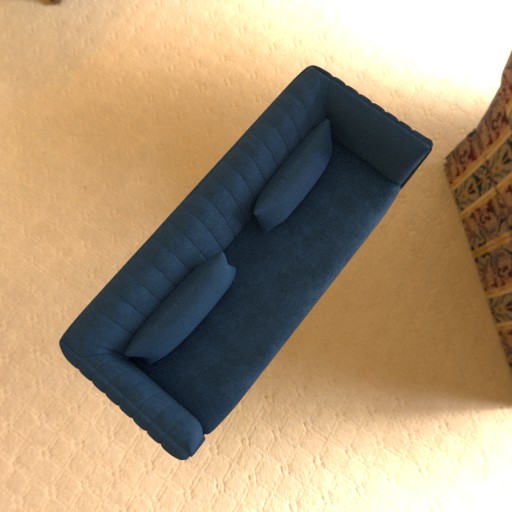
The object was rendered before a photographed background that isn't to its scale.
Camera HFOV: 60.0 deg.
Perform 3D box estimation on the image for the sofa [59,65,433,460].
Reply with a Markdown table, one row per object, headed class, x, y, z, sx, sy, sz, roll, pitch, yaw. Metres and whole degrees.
| class | x | y | z | sx | sy | sz | roll | pitch | yaw |
| --- | --- | --- | --- | --- | --- | --- | --- | --- | --- |
| sofa | 0.000 | 0.000 | 2.617 | 0.896 | 0.793 | 2.136 | 38 | 78 | 9 |
